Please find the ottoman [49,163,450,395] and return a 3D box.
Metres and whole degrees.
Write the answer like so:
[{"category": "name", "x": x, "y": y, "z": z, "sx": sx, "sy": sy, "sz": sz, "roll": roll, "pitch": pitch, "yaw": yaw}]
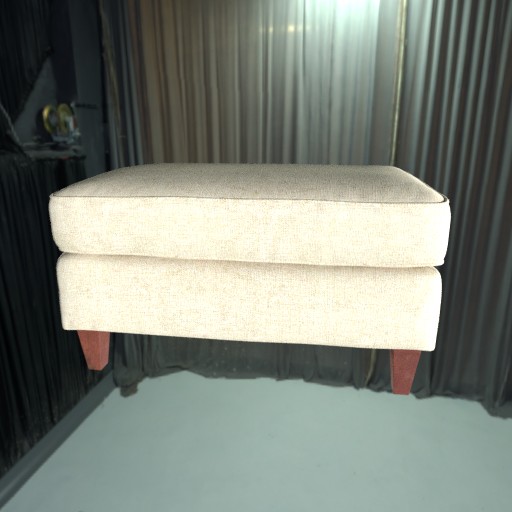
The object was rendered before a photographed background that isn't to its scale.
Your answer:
[{"category": "ottoman", "x": 0.000, "y": 0.000, "z": 1.217, "sx": 0.862, "sy": 0.484, "sz": 0.583, "roll": 2, "pitch": 17, "yaw": 8}]
